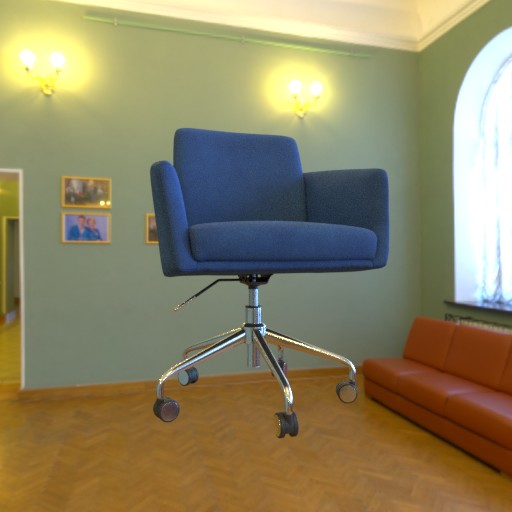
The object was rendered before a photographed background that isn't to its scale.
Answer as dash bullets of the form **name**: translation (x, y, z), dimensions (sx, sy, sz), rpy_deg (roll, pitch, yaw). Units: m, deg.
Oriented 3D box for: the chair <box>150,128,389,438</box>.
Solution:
- **chair**: translation (0.000, 0.000, 1.365), dimensions (0.641, 0.908, 0.635), rpy_deg (0, 0, -17)
